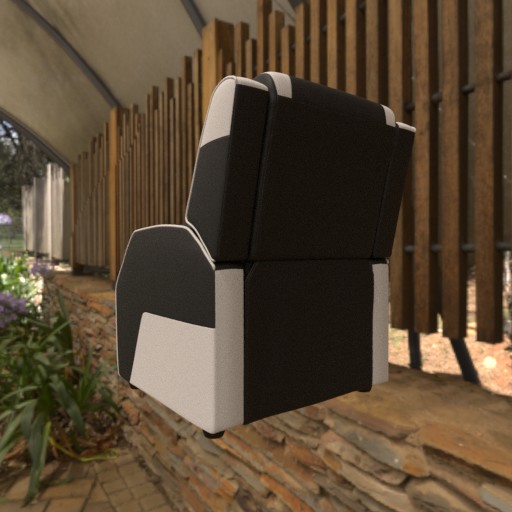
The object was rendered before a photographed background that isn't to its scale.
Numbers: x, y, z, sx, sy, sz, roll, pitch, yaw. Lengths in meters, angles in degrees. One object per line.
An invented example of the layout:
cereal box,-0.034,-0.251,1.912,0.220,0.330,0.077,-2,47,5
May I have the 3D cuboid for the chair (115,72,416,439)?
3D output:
chair,0.000,0.000,1.305,0.620,0.805,0.672,-1,1,-37
